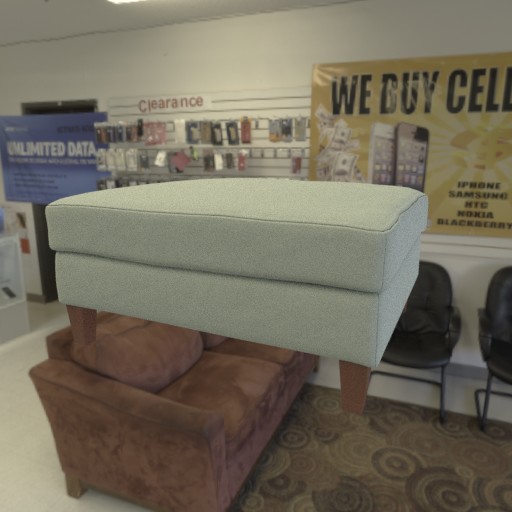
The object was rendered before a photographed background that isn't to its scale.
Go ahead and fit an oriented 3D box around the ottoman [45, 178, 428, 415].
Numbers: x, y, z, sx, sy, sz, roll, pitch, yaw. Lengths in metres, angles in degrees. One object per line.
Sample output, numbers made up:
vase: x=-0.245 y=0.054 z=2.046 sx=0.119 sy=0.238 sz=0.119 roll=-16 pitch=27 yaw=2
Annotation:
ottoman: x=0.000 y=0.000 z=1.478 sx=0.991 sy=0.494 sz=0.842 roll=6 pitch=15 yaw=25
